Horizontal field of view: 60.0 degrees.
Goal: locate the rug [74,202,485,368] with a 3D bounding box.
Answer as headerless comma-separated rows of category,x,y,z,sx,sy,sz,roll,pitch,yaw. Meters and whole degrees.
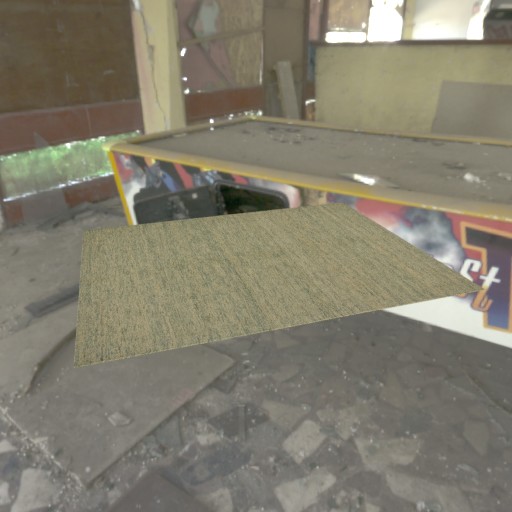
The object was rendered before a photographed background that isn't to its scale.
rug,0.000,0.000,4.280,3.201,0.014,2.437,-8,26,-16
